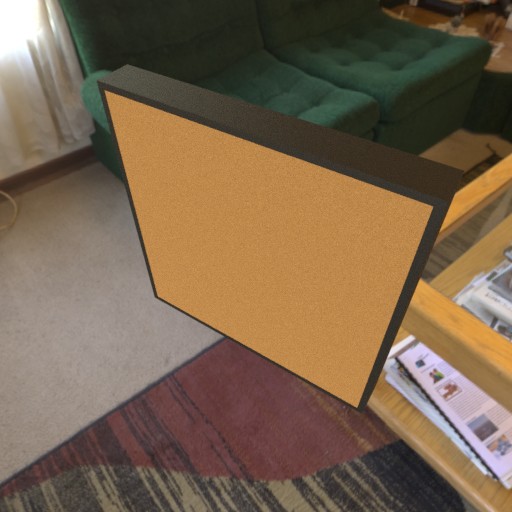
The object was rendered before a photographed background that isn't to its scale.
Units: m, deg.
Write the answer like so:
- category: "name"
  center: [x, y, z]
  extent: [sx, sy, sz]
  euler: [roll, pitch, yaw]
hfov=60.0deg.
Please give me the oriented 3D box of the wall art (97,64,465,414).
- category: "wall art"
  center: [0.000, 0.000, 0.449]
  extent: [0.304, 0.304, 0.038]
  euler: [25, 51, 22]
